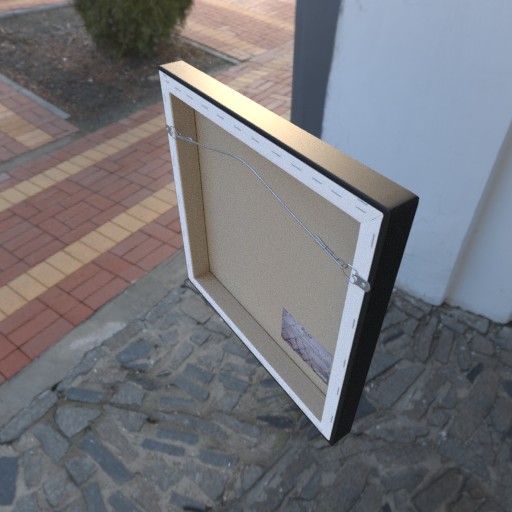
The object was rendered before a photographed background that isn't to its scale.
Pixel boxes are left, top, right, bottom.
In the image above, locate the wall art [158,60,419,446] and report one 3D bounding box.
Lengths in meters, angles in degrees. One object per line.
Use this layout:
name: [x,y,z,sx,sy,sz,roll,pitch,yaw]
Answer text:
wall art: [0.000,0.000,0.612,0.041,0.407,0.406,-26,48,-26]
